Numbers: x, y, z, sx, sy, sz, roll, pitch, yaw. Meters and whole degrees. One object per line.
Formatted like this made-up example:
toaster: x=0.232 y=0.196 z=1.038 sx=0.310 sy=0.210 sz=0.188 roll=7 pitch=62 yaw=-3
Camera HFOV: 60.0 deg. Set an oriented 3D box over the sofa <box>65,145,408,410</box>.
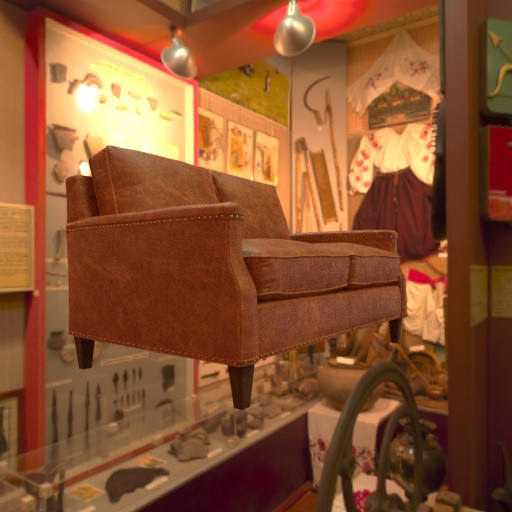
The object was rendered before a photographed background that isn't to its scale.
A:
sofa: x=0.000 y=0.000 z=2.298 sx=1.084 sy=1.003 sz=1.597 roll=-1 pitch=-1 yaw=37
